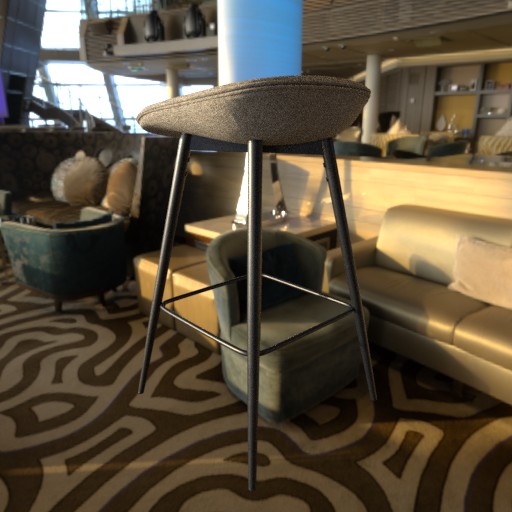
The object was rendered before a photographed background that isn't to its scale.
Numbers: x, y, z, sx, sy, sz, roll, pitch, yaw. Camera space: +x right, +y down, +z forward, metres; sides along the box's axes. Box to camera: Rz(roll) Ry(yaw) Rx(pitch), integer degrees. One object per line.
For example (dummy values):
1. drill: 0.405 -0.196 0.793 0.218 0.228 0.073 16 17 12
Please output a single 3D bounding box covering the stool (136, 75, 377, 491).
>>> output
1. stool: 0.000 0.000 1.113 0.469 0.814 0.480 -15 23 -41
